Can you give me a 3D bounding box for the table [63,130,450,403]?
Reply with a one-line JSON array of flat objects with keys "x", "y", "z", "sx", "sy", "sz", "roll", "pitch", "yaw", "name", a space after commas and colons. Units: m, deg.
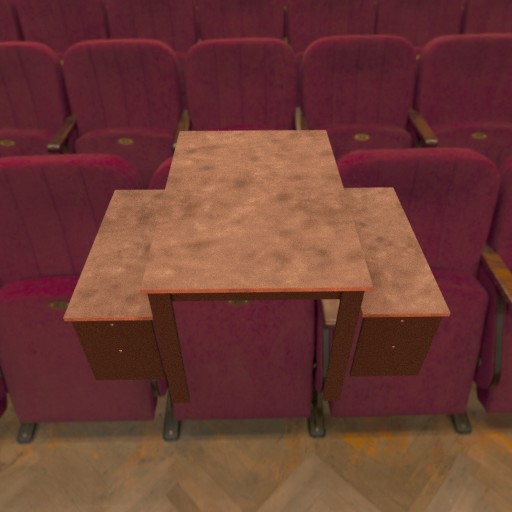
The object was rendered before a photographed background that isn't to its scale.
[{"x": 0.000, "y": 0.000, "z": 2.030, "sx": 1.443, "sy": 0.700, "sz": 1.100, "roll": -1, "pitch": 41, "yaw": -1, "name": "table"}]
